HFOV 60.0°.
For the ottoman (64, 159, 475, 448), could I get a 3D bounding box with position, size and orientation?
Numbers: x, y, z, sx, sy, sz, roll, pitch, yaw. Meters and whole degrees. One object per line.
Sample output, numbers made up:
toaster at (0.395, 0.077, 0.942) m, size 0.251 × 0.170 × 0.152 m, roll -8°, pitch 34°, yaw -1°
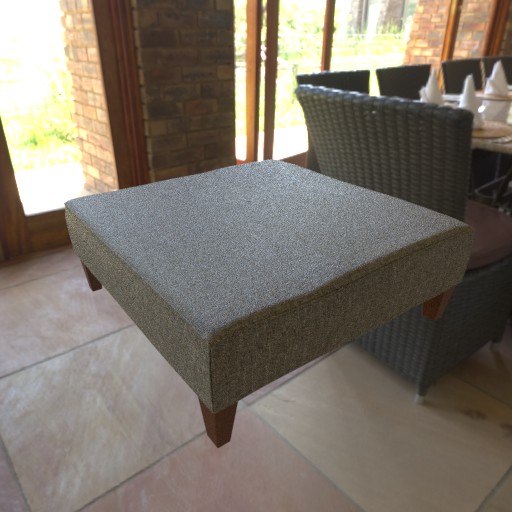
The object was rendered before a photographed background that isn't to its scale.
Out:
ottoman at (0.000, 0.000, 1.531) m, size 0.981 × 0.379 × 1.016 m, roll -18°, pitch 32°, yaw -32°
